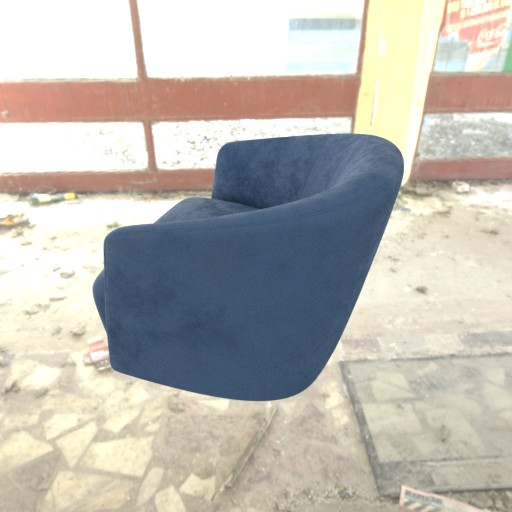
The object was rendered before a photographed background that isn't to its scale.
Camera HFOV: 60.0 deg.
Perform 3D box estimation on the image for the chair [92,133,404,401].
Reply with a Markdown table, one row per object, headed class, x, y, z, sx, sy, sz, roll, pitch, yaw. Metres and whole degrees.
| class | x | y | z | sx | sy | sz | roll | pitch | yaw |
| --- | --- | --- | --- | --- | --- | --- | --- | --- | --- |
| chair | 0.000 | 0.000 | 1.347 | 0.767 | 0.698 | 0.773 | 8 | 30 | 14 |
